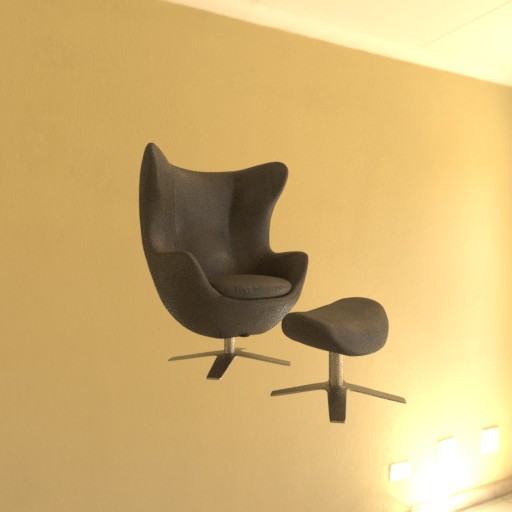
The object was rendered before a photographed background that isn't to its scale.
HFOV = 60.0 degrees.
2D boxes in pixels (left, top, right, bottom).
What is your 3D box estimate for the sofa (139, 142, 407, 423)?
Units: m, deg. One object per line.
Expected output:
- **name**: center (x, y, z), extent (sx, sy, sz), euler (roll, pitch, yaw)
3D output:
- **sofa**: center (0.000, 0.000, 2.179), extent (0.894, 1.135, 1.444), euler (0, 1, -35)
